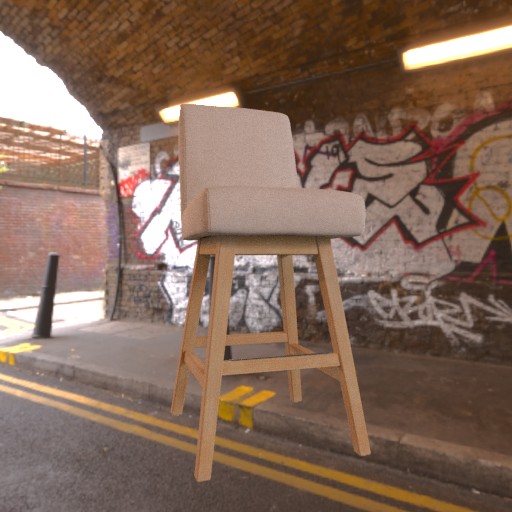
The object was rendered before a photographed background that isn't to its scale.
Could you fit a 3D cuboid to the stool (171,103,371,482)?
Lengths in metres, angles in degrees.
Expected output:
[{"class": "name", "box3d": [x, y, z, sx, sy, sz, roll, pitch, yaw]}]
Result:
[{"class": "stool", "box3d": [0.000, 0.000, 1.299, 0.446, 1.015, 0.543, 0, 0, -18]}]
